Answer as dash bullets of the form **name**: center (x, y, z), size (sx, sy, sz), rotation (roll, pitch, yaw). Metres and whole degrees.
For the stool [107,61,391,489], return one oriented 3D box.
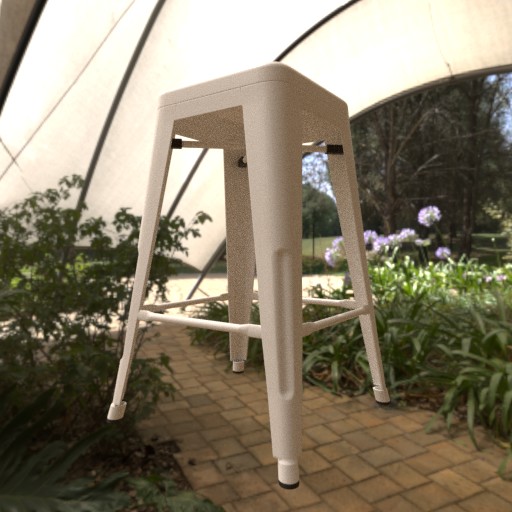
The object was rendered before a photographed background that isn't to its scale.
- **stool**: center (0.000, 0.000, 0.862), size (0.406, 0.610, 0.406), rotation (1, 2, 35)
